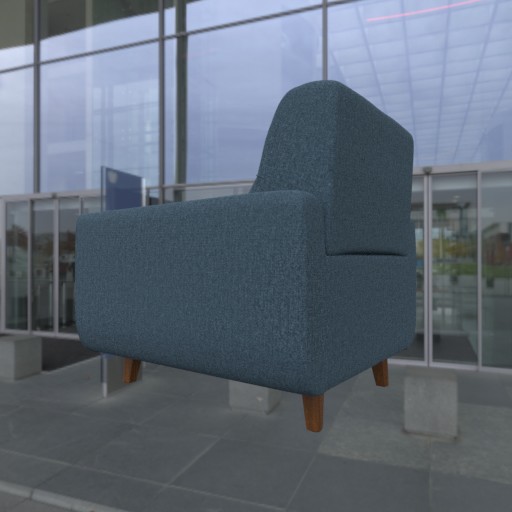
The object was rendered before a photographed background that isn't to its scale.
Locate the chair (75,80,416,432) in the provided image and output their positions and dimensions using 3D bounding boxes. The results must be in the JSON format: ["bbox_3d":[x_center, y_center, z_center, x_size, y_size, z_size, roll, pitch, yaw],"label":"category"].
[{"bbox_3d":[0.000,0.000,1.631,0.964,0.940,0.880,0,0,36],"label":"chair"}]
